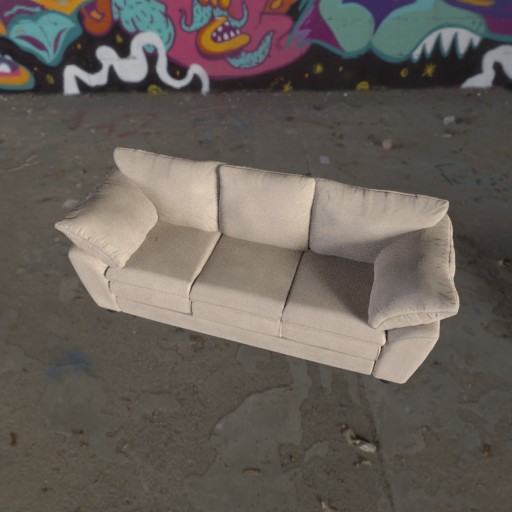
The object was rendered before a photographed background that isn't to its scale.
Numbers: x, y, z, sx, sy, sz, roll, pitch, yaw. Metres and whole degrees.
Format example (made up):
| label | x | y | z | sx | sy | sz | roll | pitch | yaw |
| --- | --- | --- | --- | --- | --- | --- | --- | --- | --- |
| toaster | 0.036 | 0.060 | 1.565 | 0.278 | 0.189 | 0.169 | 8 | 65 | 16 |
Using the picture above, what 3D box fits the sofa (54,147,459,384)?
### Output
| label | x | y | z | sx | sy | sz | roll | pitch | yaw |
| --- | --- | --- | --- | --- | --- | --- | --- | --- | --- |
| sofa | 0.000 | 0.000 | 2.886 | 2.334 | 0.996 | 0.878 | 12 | 42 | 13 |
